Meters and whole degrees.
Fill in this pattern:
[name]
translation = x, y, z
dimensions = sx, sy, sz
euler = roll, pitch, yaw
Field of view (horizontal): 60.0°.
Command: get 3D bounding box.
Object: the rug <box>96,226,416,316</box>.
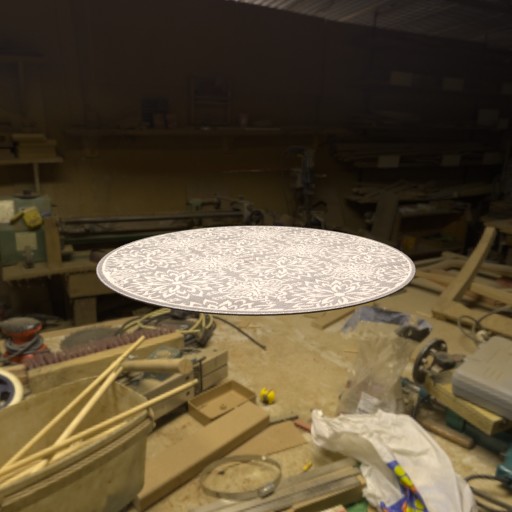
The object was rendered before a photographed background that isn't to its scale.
[rug]
translation = 0.000, 0.000, 2.339
dimensions = 1.593, 0.012, 1.593
euler = 0, 15, 0
